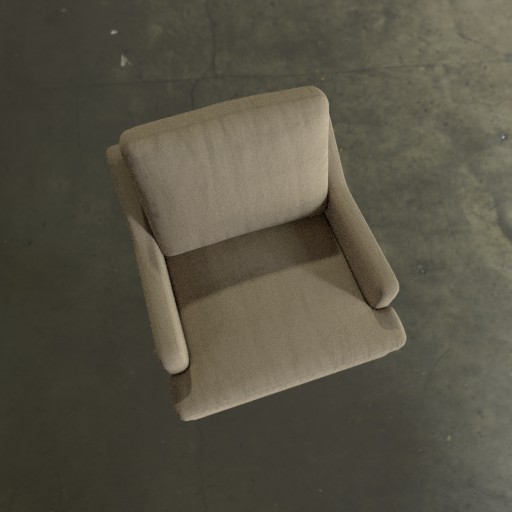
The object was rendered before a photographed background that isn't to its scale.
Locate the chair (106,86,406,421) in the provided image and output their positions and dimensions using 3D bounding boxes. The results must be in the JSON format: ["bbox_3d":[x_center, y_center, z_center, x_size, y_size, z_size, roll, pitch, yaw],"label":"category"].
[{"bbox_3d":[0.000,0.000,1.758,0.912,0.916,1.001,-16,65,-8],"label":"chair"}]
